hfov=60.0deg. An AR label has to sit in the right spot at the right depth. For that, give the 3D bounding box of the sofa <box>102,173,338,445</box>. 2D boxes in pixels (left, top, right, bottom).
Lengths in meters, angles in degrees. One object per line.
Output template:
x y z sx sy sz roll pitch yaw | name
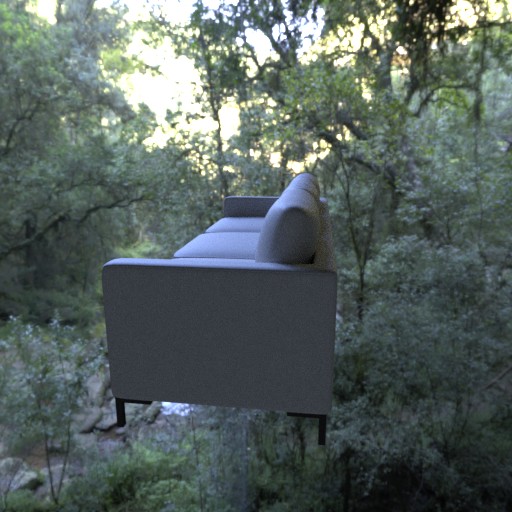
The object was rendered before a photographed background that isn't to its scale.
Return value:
0.000 0.000 2.627 0.859 0.874 2.218 2 14 8 | sofa
